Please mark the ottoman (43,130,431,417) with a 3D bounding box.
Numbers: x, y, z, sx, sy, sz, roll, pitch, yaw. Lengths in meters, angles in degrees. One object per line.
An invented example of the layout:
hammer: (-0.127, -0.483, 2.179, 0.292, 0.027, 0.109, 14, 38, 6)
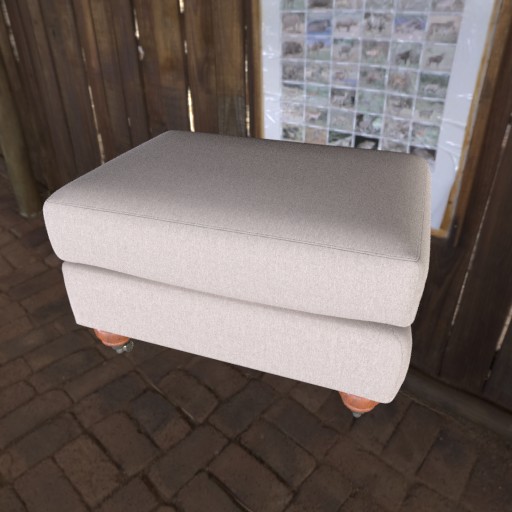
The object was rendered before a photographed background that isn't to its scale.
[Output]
ottoman: (0.000, 0.000, 1.117, 0.773, 0.497, 0.574, 10, 32, 16)
